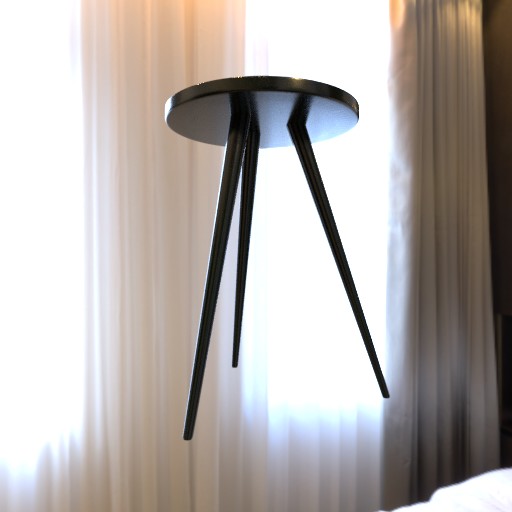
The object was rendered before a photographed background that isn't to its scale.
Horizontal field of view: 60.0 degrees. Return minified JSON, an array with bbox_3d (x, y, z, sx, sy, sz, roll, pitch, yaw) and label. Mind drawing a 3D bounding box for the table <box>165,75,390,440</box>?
[{"bbox_3d":[0.000,0.000,0.837,0.403,0.548,0.415,0,0,36],"label":"table"}]
